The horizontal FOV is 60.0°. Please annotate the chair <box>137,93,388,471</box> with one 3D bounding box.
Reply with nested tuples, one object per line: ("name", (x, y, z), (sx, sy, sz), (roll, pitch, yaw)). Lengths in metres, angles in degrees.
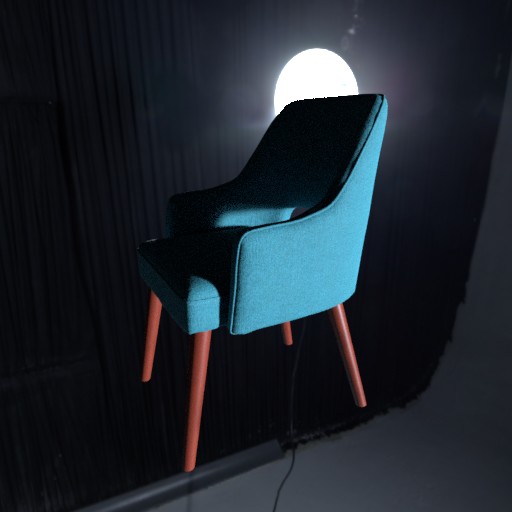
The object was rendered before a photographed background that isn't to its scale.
("chair", (0.000, 0.000, 1.223), (0.605, 0.849, 0.548), (-9, 19, -26))
